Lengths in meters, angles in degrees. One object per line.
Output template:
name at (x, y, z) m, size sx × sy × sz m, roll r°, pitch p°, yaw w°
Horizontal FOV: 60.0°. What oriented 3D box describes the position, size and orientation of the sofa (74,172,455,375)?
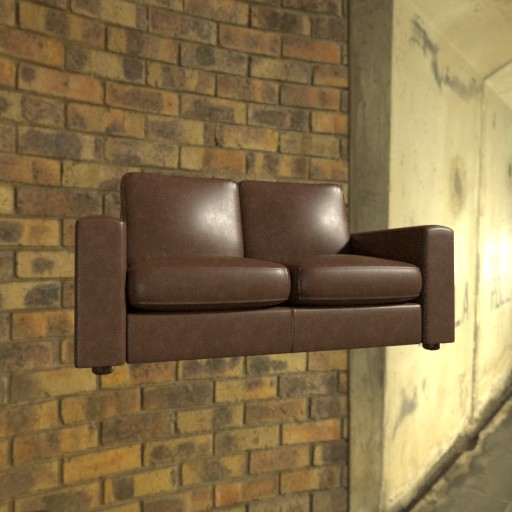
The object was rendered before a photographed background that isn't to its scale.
sofa at (0.000, 0.000, 2.214) m, size 1.616 × 0.873 × 1.016 m, roll 0°, pitch -1°, yaw -18°
